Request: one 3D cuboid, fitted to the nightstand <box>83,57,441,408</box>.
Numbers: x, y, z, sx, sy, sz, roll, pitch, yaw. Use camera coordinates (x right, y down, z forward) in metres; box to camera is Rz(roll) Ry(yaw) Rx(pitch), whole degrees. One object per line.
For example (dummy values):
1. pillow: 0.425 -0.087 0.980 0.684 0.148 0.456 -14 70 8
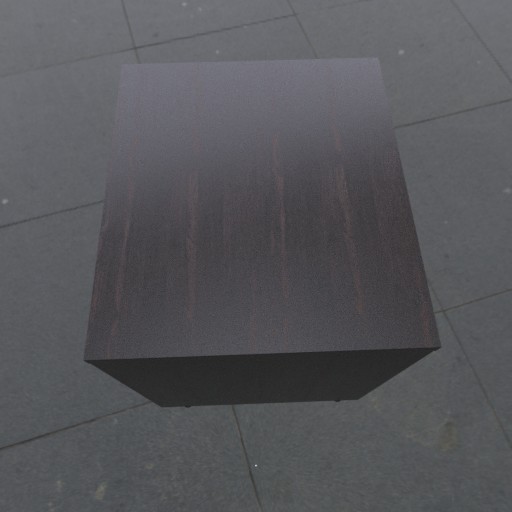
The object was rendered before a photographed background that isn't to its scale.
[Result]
1. nightstand: 0.000 0.000 0.851 0.427 0.487 0.489 -2 65 -1
